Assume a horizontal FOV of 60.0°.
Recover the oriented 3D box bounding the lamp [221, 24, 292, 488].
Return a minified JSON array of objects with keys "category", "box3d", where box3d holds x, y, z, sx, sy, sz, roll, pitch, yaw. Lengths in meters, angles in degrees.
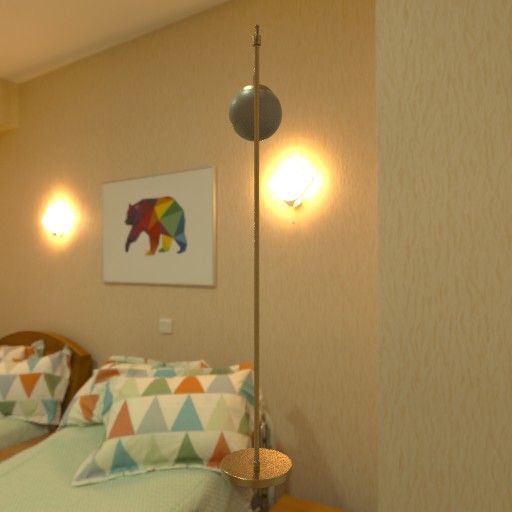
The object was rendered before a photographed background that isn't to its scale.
[{"category":"lamp","box3d":[0.000,0.000,1.656,0.249,1.505,0.476,0,-1,-1]}]
